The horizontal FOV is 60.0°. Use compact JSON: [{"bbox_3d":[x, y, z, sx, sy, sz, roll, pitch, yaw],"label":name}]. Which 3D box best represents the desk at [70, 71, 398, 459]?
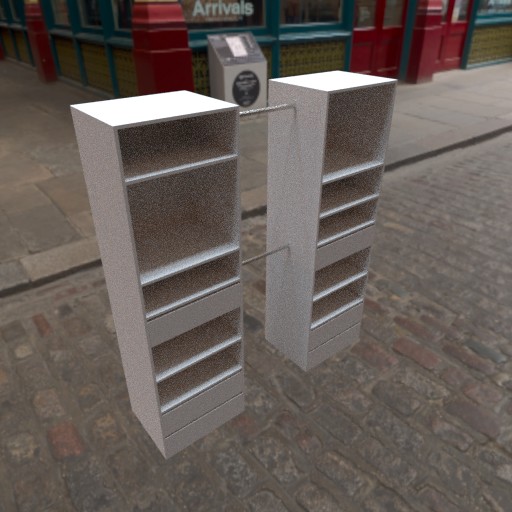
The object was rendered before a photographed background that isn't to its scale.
[{"bbox_3d":[0.000,0.000,2.823,1.770,2.000,0.480,-22,37,-32],"label":"desk"}]
